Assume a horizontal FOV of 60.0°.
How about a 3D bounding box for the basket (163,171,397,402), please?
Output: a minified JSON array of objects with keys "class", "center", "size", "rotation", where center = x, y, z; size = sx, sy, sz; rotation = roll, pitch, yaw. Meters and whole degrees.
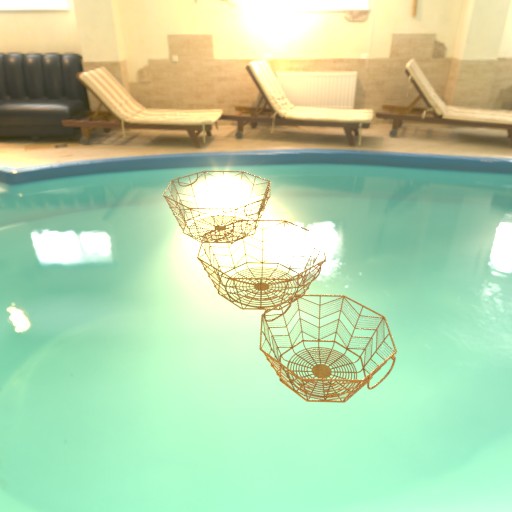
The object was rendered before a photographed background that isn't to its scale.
[{"class":"basket","center":[0.000,0.000,1.426],"size":[0.432,0.178,1.245],"rotation":[-11,31,-18]}]
